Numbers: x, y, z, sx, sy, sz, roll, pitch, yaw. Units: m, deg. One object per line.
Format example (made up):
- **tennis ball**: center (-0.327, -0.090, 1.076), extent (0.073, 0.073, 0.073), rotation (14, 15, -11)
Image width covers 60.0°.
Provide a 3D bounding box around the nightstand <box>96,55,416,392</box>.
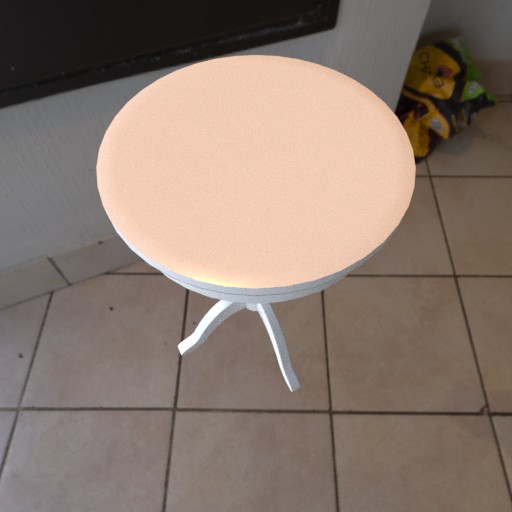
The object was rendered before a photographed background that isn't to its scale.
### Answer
- **nightstand**: center (0.000, 0.000, 1.000), extent (0.513, 0.653, 0.513), rotation (-15, 59, -9)
